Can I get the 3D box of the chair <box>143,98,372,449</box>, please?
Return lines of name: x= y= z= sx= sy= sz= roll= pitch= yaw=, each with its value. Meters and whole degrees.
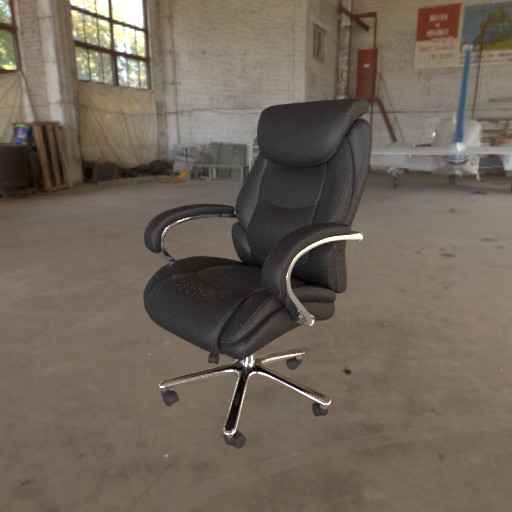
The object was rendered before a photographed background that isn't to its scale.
chair: x=0.000 y=0.000 z=1.730 sx=0.790 sy=1.183 sz=0.755 roll=-14 pitch=20 yaw=-42
